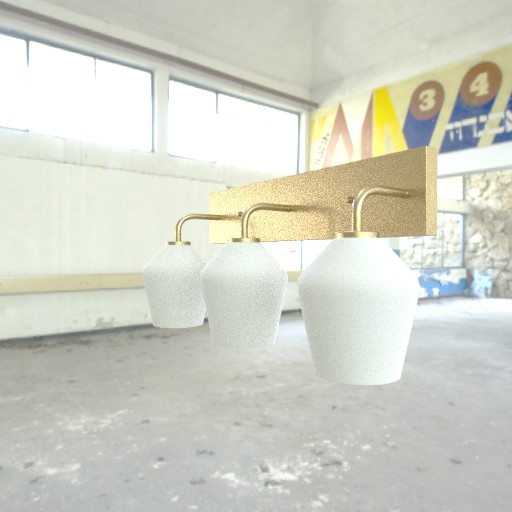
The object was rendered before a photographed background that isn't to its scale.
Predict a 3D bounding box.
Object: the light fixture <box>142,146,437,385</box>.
[{"bbox_3d":[0.000,0.000,0.732,0.190,0.280,0.609,0,0,-37],"label":"light fixture"}]
